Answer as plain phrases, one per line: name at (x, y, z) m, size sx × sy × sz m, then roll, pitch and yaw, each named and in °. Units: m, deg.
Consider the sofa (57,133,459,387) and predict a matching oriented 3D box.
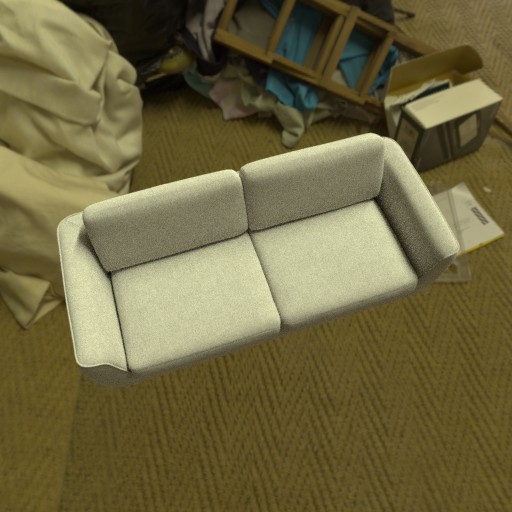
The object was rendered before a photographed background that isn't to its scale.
sofa at (0.000, 0.000, 2.489) m, size 2.000 × 0.850 × 0.920 m, roll -16°, pitch 63°, yaw -8°
